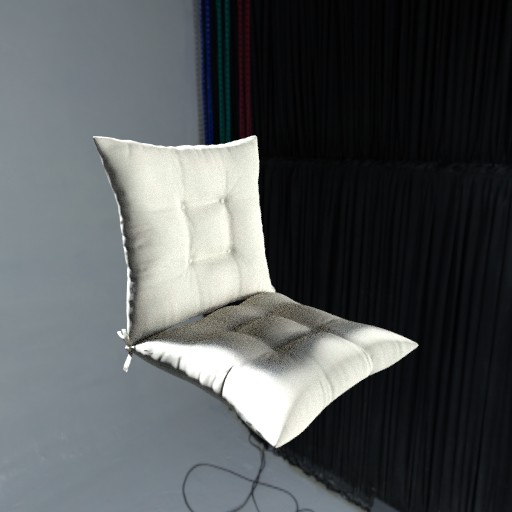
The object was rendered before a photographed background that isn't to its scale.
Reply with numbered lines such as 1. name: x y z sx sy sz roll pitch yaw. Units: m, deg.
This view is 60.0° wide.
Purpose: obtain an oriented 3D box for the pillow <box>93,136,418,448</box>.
1. pillow: 0.000 0.000 1.018 0.585 0.536 0.541 14 20 43
